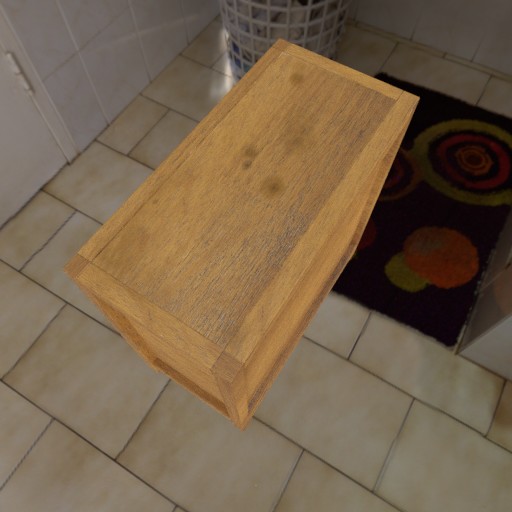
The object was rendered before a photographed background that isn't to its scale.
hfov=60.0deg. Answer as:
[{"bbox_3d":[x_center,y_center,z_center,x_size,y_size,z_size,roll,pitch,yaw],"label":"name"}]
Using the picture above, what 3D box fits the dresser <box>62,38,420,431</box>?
[{"bbox_3d":[0.000,0.000,1.321,0.427,0.804,0.804,30,67,14],"label":"dresser"}]
